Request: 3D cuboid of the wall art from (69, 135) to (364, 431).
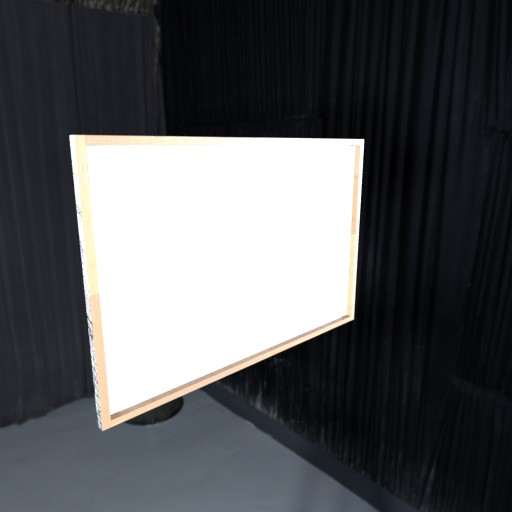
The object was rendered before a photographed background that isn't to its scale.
[{"bbox_3d":[0.000,0.000,1.178,0.914,0.607,0.023,-13,19,-41],"label":"wall art"}]
